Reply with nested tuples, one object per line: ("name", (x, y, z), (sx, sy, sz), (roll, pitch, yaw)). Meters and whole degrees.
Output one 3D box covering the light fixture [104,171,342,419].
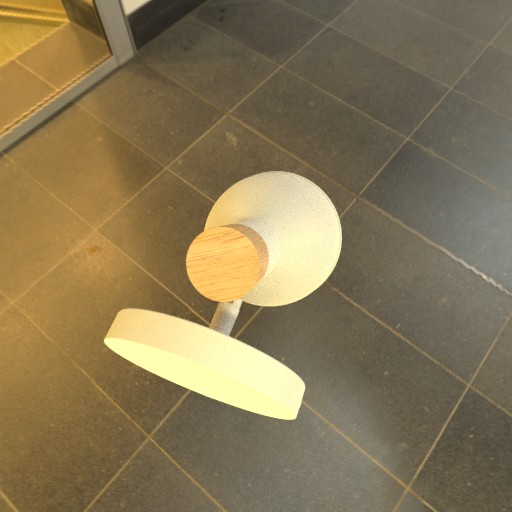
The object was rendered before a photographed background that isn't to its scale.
("light fixture", (0.000, 0.000, 0.338), (0.127, 0.199, 0.209), (18, 65, 9))
